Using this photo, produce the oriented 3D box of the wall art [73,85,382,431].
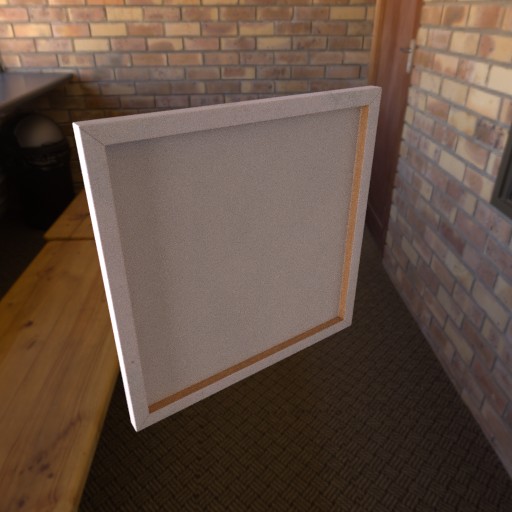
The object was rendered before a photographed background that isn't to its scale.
[{"bbox_3d":[0.000,0.000,1.140,0.762,0.762,0.038,-19,34,-30],"label":"wall art"}]
